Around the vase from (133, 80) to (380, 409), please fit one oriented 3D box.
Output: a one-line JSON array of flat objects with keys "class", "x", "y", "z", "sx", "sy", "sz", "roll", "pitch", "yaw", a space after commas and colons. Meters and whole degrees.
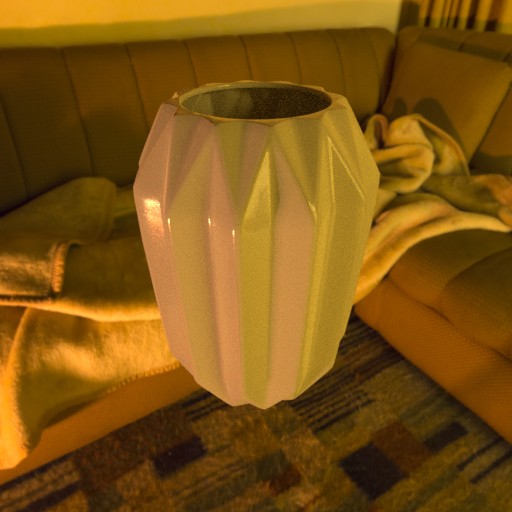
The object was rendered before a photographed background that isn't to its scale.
[{"class": "vase", "x": 0.000, "y": 0.000, "z": 0.399, "sx": 0.195, "sy": 0.275, "sz": 0.195, "roll": 0, "pitch": 33, "yaw": 0}]
